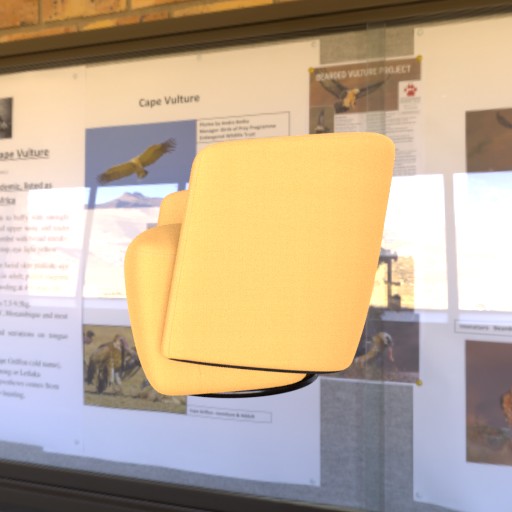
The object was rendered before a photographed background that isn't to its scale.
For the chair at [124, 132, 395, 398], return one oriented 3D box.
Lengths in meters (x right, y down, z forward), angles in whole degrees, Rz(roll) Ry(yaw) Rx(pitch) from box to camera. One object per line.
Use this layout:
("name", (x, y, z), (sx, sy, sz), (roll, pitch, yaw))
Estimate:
("chair", (0.000, 0.000, 1.348), (0.767, 0.698, 0.773), (0, 0, -17))
